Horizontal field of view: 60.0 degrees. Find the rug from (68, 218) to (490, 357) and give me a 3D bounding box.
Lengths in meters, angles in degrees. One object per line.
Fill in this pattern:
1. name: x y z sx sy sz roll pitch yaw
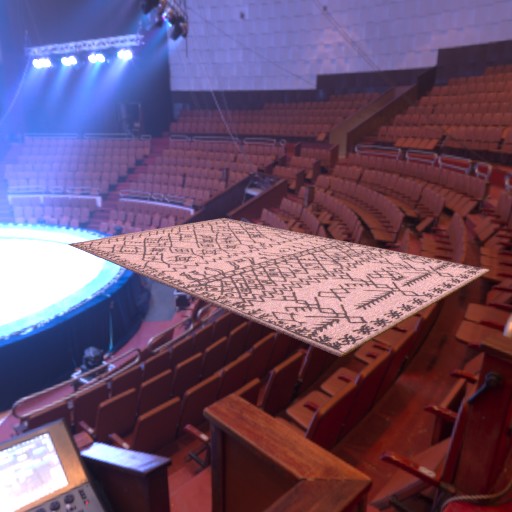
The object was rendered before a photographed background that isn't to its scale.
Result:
1. rug: 0.000 0.000 2.975 1.526 0.012 2.444 -14 21 -43
